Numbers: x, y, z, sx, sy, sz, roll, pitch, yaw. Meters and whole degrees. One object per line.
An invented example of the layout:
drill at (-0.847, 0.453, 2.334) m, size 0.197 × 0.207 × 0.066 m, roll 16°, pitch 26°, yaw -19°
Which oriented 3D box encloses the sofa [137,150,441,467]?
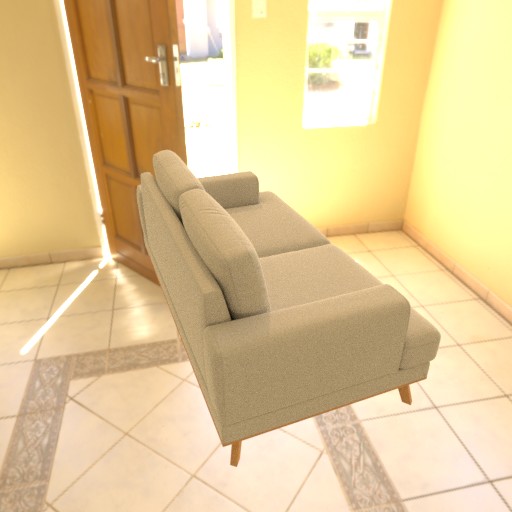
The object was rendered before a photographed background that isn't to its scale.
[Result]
sofa at (0.000, 0.000, 2.198) m, size 0.915 × 0.810 × 1.651 m, roll -11°, pitch 31°, yaw -19°
